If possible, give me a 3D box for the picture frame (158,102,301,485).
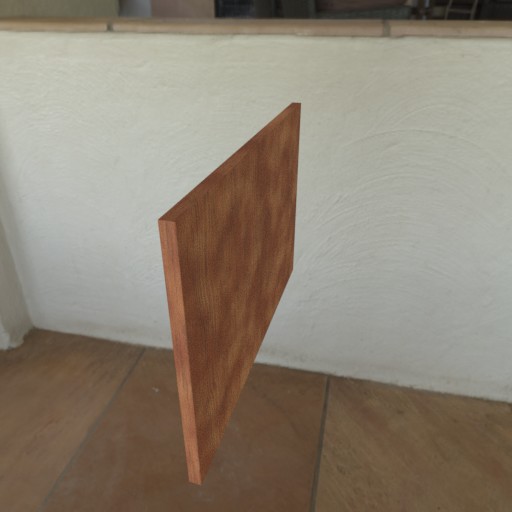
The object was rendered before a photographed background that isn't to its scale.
[{"bbox_3d":[0.000,0.000,1.218,0.029,0.640,0.950,8,31,14],"label":"picture frame"}]
